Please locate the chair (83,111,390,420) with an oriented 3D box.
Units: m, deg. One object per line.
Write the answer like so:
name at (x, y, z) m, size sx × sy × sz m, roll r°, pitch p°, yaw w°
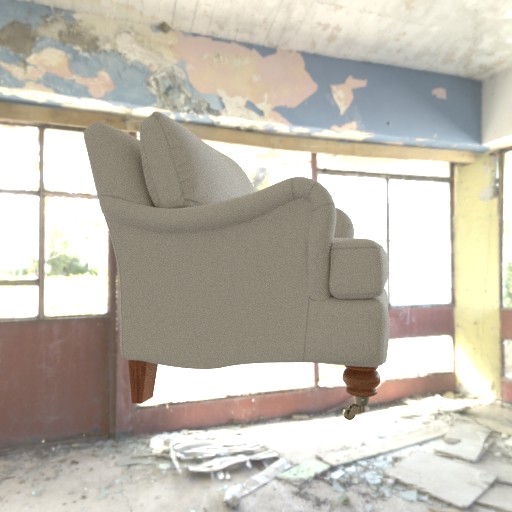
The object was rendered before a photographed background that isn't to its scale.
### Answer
chair at (0.000, 0.000, 1.863) m, size 1.070 × 1.038 × 0.955 m, roll 0°, pitch -1°, yaw 16°
